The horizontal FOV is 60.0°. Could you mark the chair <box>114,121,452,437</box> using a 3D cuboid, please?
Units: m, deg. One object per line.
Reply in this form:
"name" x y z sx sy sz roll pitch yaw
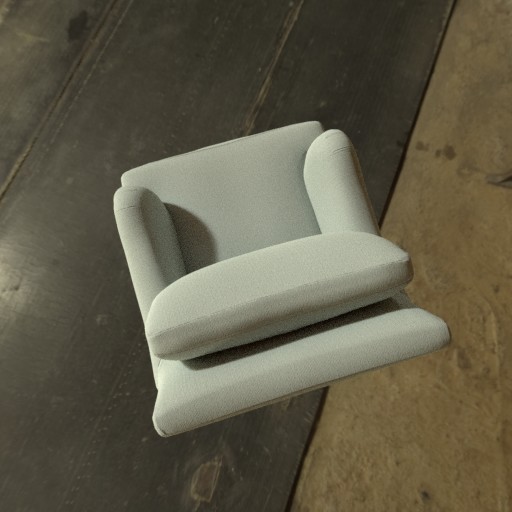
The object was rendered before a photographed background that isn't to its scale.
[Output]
"chair" 0.000 0.000 1.805 0.955 1.038 1.070 -16 76 -4
